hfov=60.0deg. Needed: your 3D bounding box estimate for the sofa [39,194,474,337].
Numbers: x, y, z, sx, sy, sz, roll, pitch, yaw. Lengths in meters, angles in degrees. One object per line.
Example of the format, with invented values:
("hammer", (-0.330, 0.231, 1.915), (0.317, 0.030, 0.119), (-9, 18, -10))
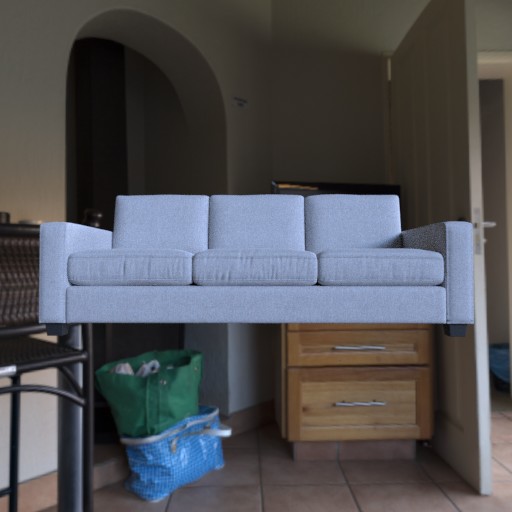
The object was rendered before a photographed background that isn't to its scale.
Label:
("sofa", (0.000, 0.000, 2.584), (2.120, 0.800, 0.900), (0, -1, 1))
